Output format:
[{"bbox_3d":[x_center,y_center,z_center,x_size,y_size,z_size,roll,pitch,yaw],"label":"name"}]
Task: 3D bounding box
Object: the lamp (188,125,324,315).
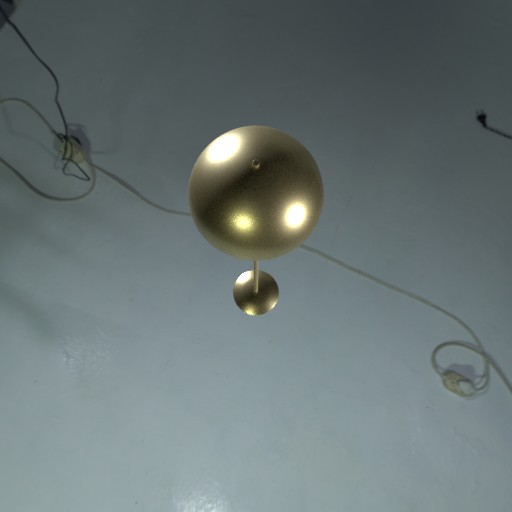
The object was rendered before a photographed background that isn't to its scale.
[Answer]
[{"bbox_3d":[0.000,0.000,1.628,0.328,1.480,0.328,17,76,4],"label":"lamp"}]
